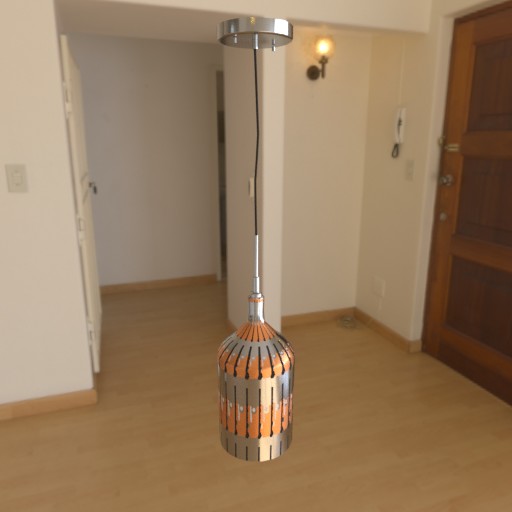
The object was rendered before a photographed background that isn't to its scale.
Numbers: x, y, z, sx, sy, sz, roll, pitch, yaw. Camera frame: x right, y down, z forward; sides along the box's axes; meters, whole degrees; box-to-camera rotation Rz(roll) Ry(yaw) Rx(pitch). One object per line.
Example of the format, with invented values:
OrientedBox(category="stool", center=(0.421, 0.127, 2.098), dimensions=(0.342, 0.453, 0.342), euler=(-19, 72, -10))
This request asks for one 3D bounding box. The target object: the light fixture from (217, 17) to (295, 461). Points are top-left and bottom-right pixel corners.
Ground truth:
OrientedBox(category="light fixture", center=(0.000, 0.000, 1.634), dimensions=(0.303, 1.535, 0.303), euler=(0, 14, 0))
